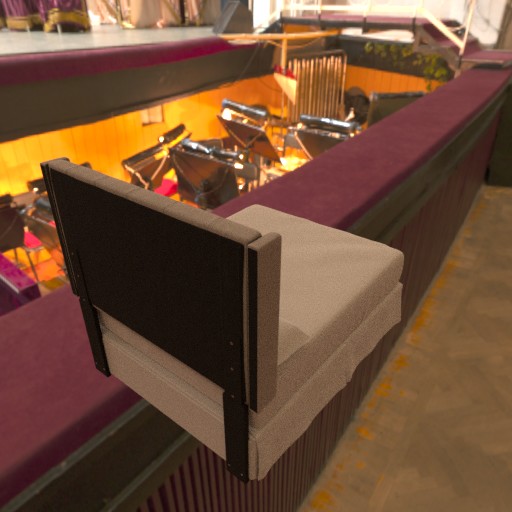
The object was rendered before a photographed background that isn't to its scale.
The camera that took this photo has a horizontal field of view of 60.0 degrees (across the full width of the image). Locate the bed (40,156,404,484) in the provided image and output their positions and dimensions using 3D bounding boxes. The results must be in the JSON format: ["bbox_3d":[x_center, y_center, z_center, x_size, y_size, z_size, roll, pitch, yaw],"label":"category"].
[{"bbox_3d":[0.000,0.000,3.320,1.719,1.665,2.066,22,37,33],"label":"bed"}]
